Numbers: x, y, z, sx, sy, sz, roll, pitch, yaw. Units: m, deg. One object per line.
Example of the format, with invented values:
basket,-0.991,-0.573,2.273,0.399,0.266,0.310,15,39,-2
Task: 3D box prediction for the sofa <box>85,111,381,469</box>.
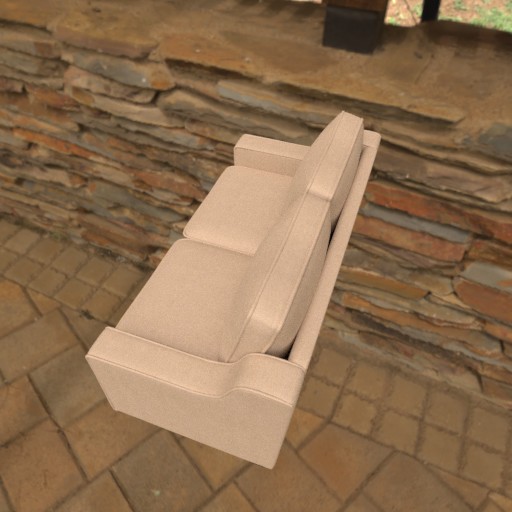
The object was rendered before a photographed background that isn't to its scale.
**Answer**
sofa,0.000,0.000,3.464,1.351,1.562,2.587,15,49,14
